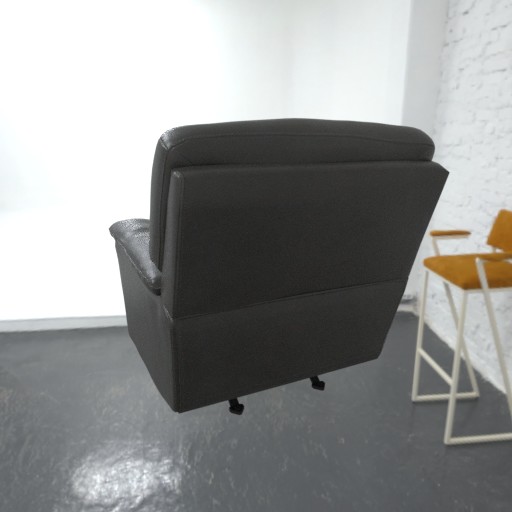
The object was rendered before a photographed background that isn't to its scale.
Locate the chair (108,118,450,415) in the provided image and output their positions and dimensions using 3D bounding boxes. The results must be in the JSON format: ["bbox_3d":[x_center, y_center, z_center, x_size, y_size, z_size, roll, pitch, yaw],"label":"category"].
[{"bbox_3d":[0.000,0.000,1.922,1.096,1.109,1.087,-7,16,-26],"label":"chair"}]
